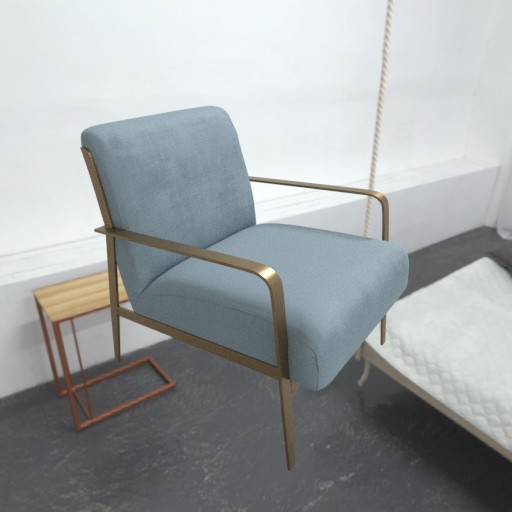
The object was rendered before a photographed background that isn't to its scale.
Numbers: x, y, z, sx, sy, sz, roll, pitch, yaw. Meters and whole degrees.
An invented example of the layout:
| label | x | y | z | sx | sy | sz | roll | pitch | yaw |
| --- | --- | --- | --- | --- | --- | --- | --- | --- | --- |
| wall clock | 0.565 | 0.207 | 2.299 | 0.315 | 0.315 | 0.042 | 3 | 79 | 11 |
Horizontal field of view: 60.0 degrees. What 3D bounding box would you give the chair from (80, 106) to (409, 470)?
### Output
| label | x | y | z | sx | sy | sz | roll | pitch | yaw |
| --- | --- | --- | --- | --- | --- | --- | --- | --- | --- |
| chair | 0.000 | 0.000 | 1.446 | 0.842 | 0.824 | 0.701 | 18 | 31 | 31 |
